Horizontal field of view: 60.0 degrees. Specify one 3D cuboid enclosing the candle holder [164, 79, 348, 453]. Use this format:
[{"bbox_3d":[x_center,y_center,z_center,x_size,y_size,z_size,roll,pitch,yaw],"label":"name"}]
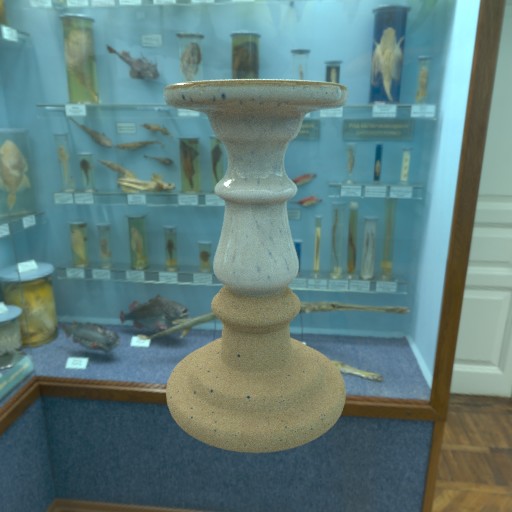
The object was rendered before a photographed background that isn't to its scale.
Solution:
[{"bbox_3d":[0.000,0.000,0.282,0.123,0.202,0.123,0,17,0],"label":"candle holder"}]
